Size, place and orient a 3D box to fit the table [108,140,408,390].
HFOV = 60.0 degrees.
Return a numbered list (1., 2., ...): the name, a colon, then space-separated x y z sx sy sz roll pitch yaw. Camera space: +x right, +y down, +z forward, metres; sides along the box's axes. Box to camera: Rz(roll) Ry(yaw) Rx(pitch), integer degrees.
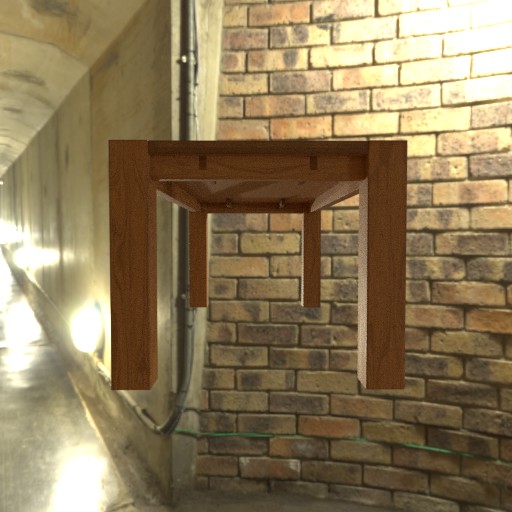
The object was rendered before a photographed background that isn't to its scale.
1. table: 0.000 0.000 2.243 0.900 0.760 1.800 0 2 0
